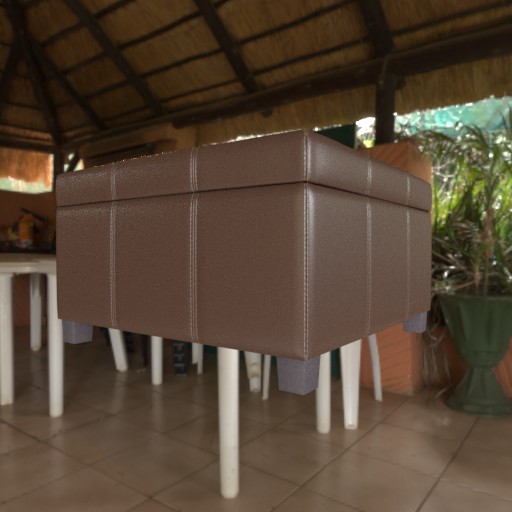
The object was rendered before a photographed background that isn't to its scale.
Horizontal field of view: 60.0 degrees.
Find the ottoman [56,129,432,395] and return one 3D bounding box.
[{"bbox_3d":[0.000,0.000,1.274,0.787,0.460,0.788,1,1,36],"label":"ottoman"}]
